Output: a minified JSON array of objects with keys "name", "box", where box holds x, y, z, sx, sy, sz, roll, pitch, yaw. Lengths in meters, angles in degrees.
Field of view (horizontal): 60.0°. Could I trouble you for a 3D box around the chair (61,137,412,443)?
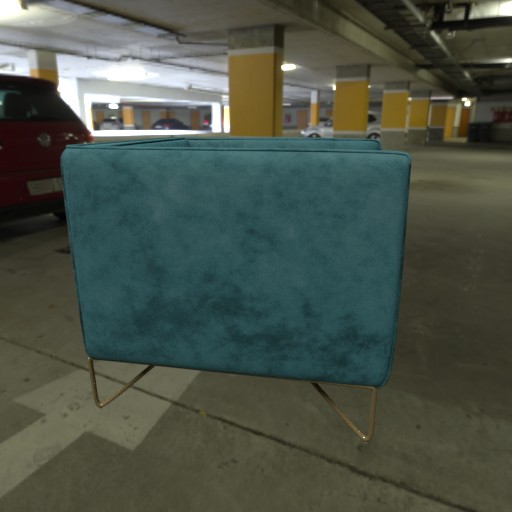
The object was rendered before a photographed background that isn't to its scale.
[{"name":"chair","box":[0.000,0.000,1.563,0.894,0.790,0.880,3,17,10]}]
